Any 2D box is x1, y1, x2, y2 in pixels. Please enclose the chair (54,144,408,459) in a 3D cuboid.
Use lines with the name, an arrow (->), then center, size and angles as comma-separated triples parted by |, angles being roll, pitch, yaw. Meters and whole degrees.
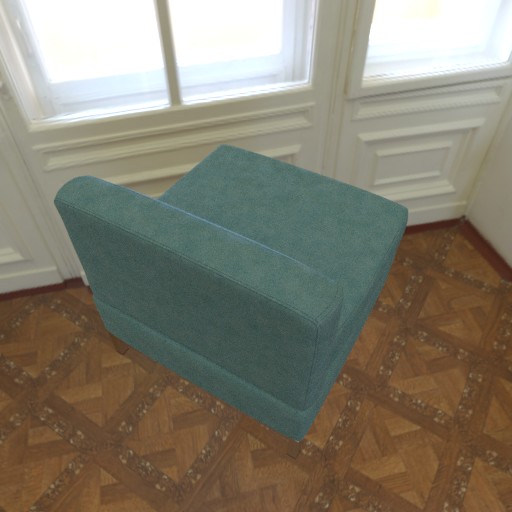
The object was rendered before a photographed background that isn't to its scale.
chair -> 0.000, 0.000, 1.269 | 0.684, 0.660, 0.685 | 24, 51, 20
